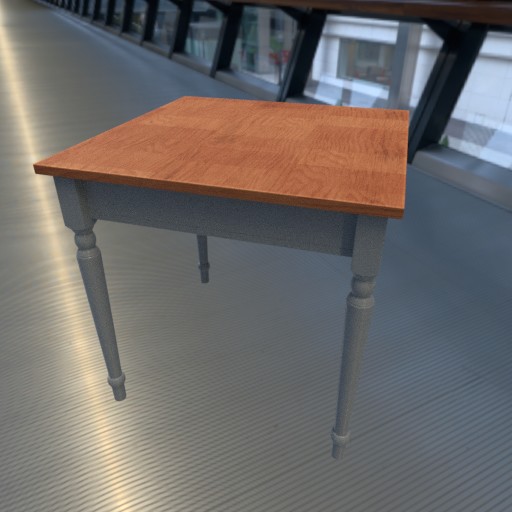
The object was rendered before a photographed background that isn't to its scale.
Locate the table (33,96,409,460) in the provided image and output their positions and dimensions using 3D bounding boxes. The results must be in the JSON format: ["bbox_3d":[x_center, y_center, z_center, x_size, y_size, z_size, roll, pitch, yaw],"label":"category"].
[{"bbox_3d":[0.000,0.000,1.325,0.747,0.738,0.747,9,32,15],"label":"table"}]
